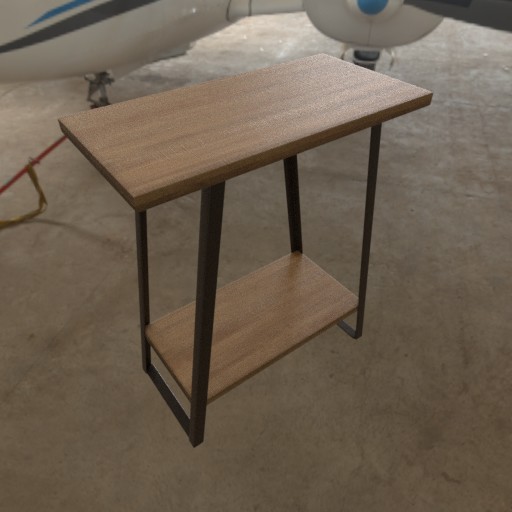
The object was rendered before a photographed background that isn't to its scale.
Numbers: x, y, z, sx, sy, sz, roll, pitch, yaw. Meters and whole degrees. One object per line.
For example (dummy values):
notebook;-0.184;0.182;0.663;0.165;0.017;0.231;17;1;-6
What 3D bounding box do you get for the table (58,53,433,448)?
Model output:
table;0.000;0.000;1.006;0.599;0.701;0.300;-26;47;-27
